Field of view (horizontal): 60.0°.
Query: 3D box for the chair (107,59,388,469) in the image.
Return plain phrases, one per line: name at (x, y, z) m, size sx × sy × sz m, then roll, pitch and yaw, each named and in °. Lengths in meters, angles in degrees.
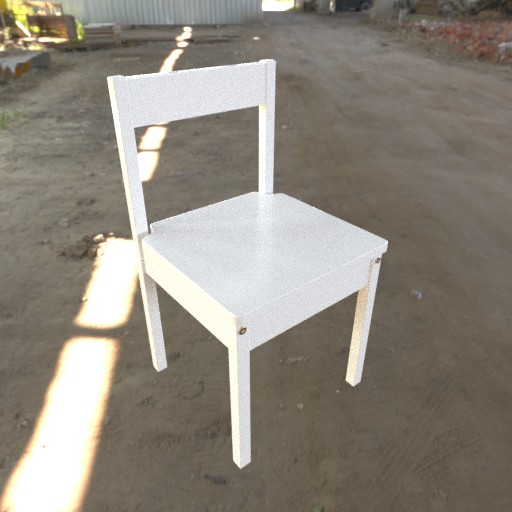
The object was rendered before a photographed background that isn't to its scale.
chair at (0.000, 0.000, 0.890) m, size 0.367 × 0.668 × 0.361 m, roll -23°, pitch 37°, yaw -33°
